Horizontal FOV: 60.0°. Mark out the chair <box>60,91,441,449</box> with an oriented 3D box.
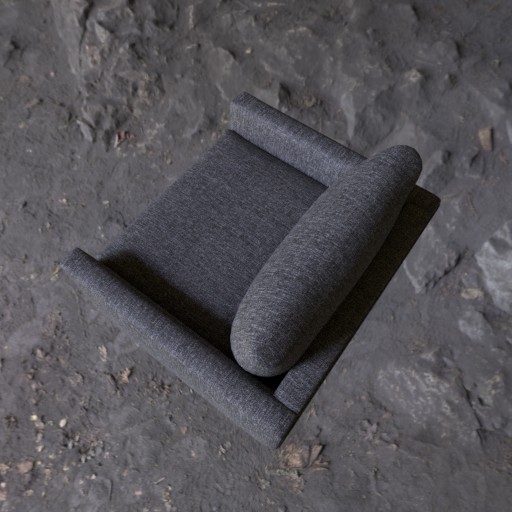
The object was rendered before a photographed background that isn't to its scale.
[{"bbox_3d":[0.000,0.000,1.586,0.866,0.861,0.963,34,67,16],"label":"chair"}]
